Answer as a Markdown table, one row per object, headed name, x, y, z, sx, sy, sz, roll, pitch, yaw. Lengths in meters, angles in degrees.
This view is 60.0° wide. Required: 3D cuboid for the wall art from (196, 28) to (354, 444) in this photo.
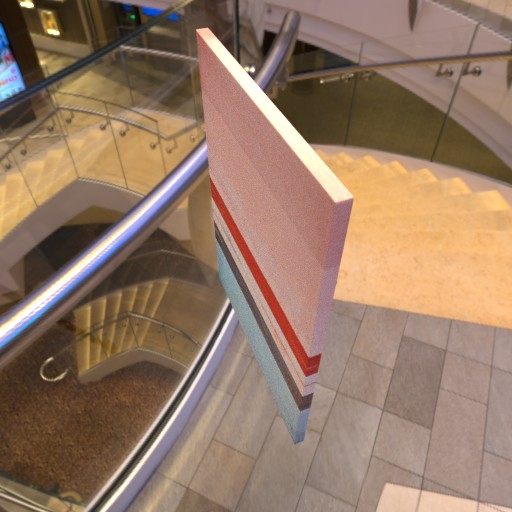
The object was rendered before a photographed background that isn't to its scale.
| name | x | y | z | sx | sy | sz | roll | pitch | yaw |
| --- | --- | --- | --- | --- | --- | --- | --- | --- | --- |
| wall art | 0.000 | 0.000 | 1.309 | 0.039 | 1.016 | 0.761 | -16 | 49 | -15 |
